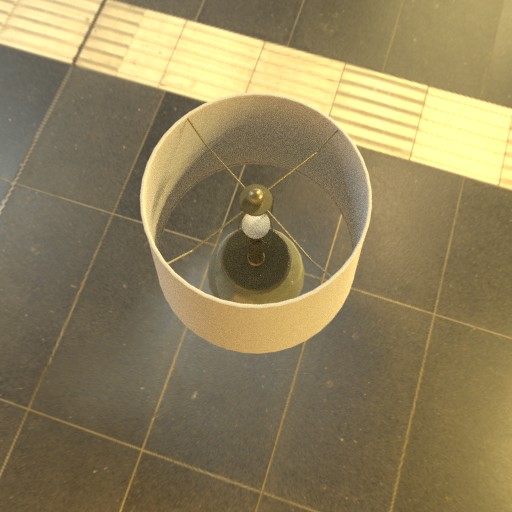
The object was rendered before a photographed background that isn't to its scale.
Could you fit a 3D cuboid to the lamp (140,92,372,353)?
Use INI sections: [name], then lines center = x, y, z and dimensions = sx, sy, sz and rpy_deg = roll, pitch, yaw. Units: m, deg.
[lamp]
center = 0.000, 0.000, 0.552
dimensions = 0.239, 0.399, 0.239
rpy_deg = 0, 75, 0
